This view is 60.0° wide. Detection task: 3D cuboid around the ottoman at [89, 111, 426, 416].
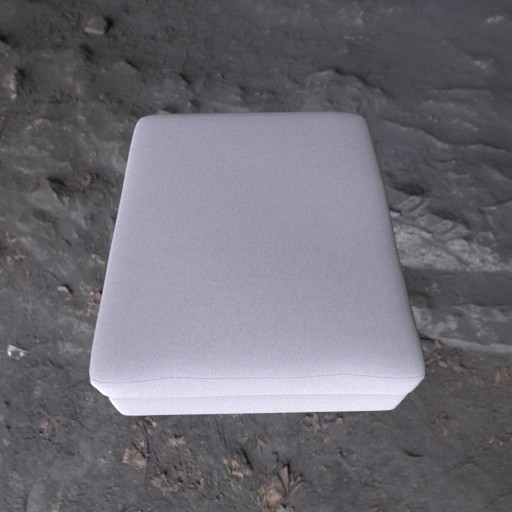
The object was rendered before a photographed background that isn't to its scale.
[{"bbox_3d":[0.000,0.000,1.473,0.836,0.492,0.976,-1,57,-1],"label":"ottoman"}]
